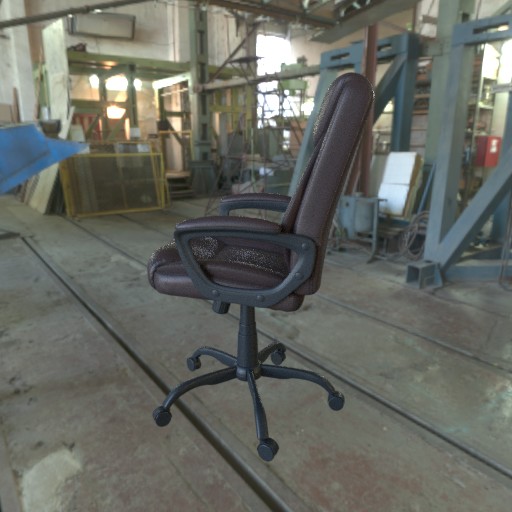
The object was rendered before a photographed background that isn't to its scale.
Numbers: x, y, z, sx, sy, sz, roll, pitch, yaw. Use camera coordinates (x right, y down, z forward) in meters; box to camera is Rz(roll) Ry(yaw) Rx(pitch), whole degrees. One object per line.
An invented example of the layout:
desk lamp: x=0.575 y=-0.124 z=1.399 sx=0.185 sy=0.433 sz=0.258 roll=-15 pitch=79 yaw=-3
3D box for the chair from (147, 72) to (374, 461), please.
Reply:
chair: x=0.000 y=0.000 z=1.449 sx=0.655 sy=1.072 sz=0.615 roll=2 pitch=15 yaw=9
